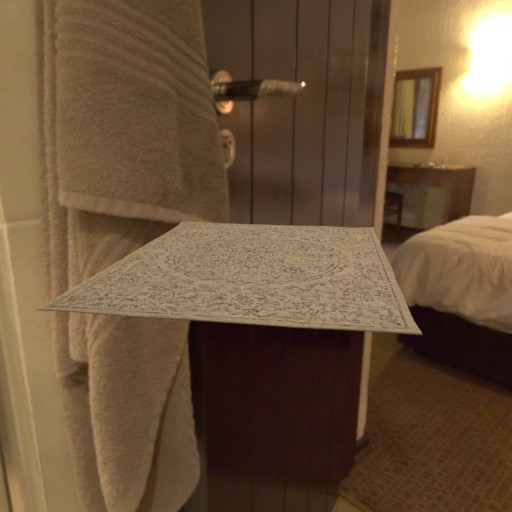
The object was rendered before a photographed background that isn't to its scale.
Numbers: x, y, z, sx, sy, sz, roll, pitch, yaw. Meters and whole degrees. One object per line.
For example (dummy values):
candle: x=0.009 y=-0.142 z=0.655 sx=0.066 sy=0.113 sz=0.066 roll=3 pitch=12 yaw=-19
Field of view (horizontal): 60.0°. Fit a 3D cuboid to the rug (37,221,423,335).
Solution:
rug: x=0.000 y=0.000 z=4.015 sx=2.343 sy=0.026 sz=2.925 roll=2 pitch=16 yaw=9
